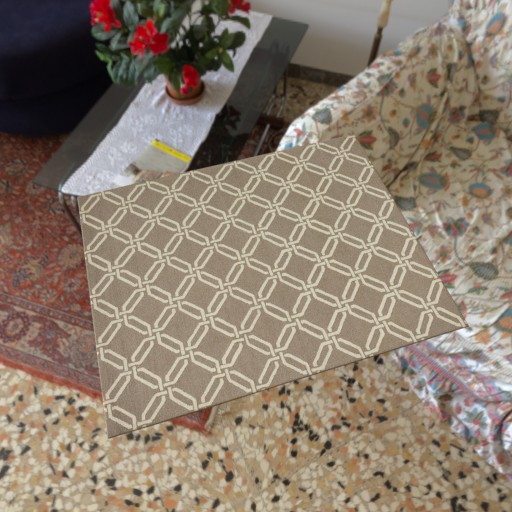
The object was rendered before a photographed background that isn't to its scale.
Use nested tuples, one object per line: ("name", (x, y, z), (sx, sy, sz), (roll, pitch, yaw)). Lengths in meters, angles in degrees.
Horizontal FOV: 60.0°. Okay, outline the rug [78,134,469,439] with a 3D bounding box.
("rug", (0.000, 0.000, 3.924), (2.895, 0.018, 2.288), (-15, 60, -9))
